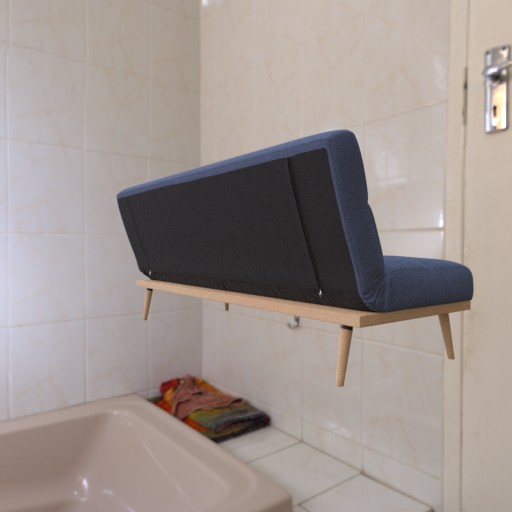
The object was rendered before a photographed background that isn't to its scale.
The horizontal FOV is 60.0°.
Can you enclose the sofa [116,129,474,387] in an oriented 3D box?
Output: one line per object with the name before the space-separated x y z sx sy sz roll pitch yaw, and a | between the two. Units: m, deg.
sofa | 0.000 0.000 2.200 0.796 0.800 1.800 -1 2 -37
